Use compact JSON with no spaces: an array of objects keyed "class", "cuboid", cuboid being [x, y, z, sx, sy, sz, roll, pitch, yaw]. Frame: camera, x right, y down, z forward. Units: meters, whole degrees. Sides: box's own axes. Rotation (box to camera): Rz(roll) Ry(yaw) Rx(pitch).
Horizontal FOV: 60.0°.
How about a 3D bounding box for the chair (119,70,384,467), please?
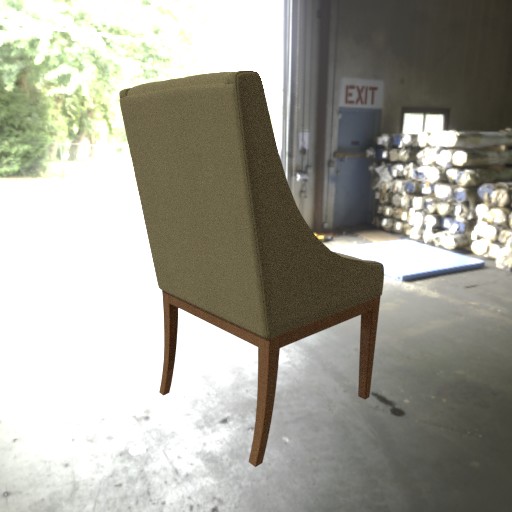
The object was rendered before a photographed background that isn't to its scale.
[{"class":"chair","cuboid":[0.000,0.000,1.422,0.611,1.021,0.575,-14,20,-41]}]
